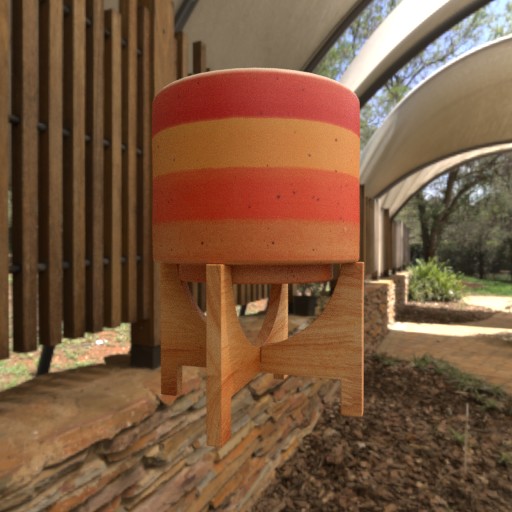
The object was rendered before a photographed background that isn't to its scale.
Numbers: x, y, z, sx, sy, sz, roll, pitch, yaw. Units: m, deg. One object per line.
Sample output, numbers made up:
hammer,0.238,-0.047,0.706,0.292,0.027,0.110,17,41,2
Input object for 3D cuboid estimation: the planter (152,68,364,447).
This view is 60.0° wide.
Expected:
planter,0.000,0.000,0.568,0.269,0.379,0.269,0,1,0
